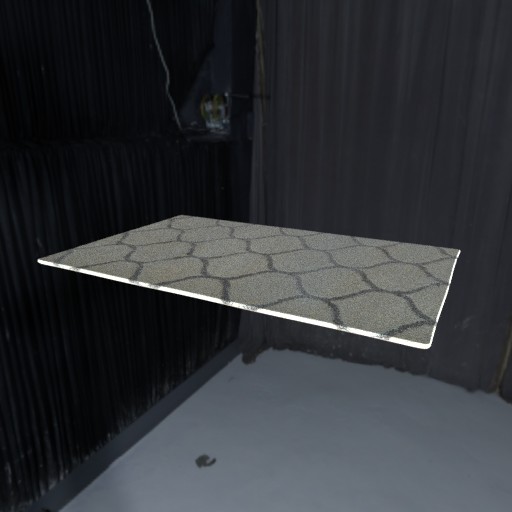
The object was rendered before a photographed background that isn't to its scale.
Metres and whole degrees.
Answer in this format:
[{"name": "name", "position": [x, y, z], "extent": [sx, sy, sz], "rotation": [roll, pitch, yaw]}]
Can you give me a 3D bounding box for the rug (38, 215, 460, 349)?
[{"name": "rug", "position": [0.000, 0.000, 2.905], "extent": [2.348, 0.024, 1.501], "rotation": [9, 20, 27]}]
